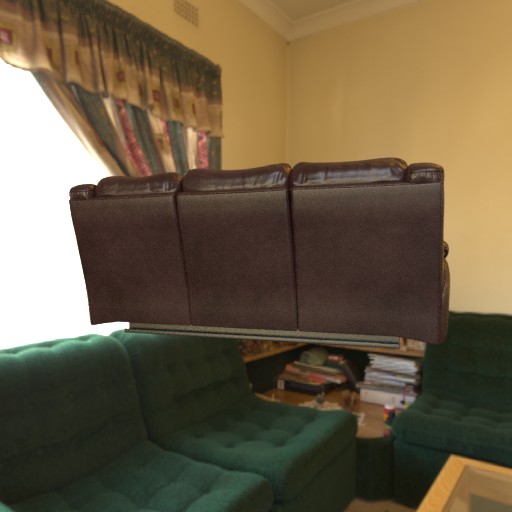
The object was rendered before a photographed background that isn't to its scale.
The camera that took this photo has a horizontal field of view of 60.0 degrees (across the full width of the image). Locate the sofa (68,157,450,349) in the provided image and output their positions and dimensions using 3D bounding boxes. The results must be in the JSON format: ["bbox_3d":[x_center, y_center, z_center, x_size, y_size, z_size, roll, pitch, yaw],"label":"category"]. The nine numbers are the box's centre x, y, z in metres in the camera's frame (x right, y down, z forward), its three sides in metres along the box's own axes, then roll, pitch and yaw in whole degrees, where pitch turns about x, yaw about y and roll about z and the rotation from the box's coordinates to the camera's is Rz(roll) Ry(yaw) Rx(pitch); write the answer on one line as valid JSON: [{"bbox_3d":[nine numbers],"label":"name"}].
[{"bbox_3d":[0.000,0.000,2.928,2.337,1.043,0.991,0,0,18],"label":"sofa"}]
